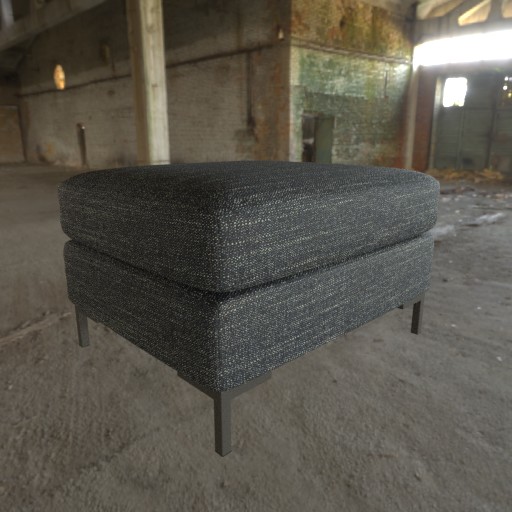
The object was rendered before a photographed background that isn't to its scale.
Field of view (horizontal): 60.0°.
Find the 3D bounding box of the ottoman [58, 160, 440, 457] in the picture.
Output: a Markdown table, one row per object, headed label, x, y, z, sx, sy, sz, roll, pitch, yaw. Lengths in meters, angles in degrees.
| label | x | y | z | sx | sy | sz | roll | pitch | yaw |
| --- | --- | --- | --- | --- | --- | --- | --- | --- | --- |
| ottoman | 0.000 | 0.000 | 1.205 | 0.814 | 0.491 | 0.667 | -14 | 20 | -42 |
